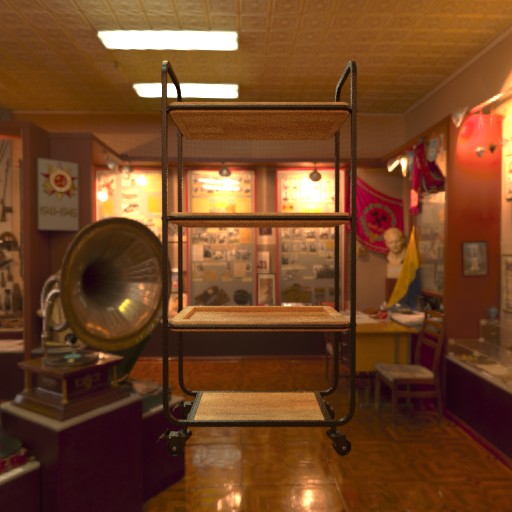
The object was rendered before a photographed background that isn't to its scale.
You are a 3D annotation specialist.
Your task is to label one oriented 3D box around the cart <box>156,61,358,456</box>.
[{"bbox_3d":[0.000,0.000,1.321,0.545,1.080,0.321,0,1,0],"label":"cart"}]
